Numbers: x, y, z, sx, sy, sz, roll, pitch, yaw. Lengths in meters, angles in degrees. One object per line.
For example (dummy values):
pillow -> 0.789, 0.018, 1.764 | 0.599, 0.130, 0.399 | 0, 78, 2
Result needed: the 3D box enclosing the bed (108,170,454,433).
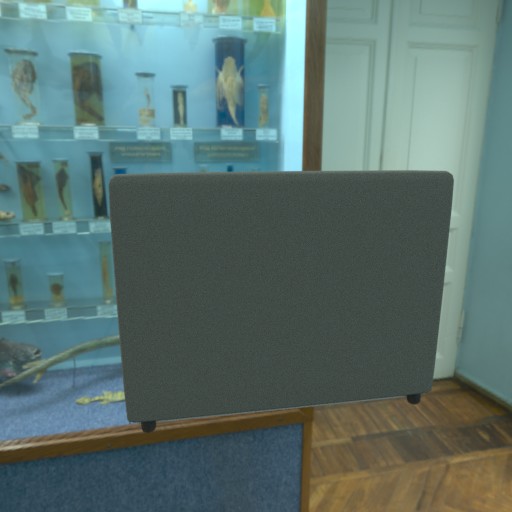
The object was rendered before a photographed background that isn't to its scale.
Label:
bed -> 0.000, 0.000, 3.241 | 1.748, 1.330, 2.142 | -2, 14, -10
